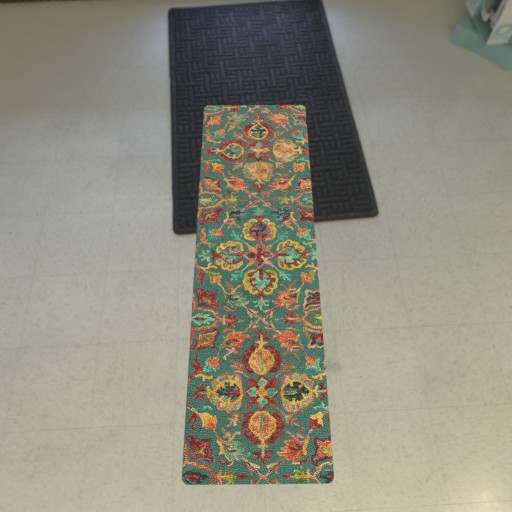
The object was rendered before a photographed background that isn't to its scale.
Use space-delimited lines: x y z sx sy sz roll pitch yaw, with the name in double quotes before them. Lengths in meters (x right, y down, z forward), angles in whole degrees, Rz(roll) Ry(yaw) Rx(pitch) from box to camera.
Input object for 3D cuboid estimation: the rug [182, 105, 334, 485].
"rug" 0.000 0.000 2.496 0.686 0.013 2.286 0 63 0
